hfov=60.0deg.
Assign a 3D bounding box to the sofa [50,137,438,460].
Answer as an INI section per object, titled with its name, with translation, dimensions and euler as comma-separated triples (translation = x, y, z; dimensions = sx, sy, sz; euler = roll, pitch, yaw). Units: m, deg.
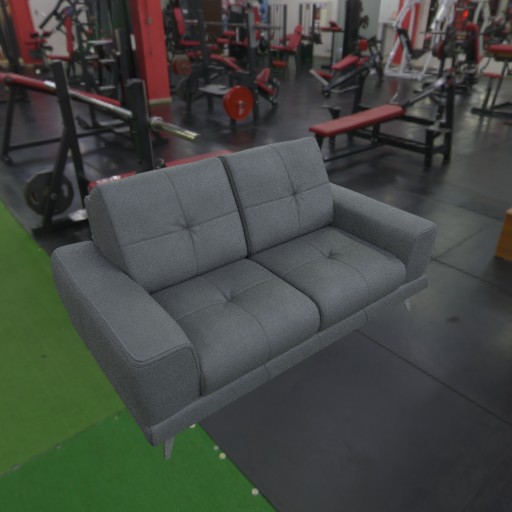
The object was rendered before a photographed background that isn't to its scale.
[sofa]
translation = 0.000, 0.000, 2.306
dimensions = 1.806, 0.907, 1.018
euler = -21, 36, -32
